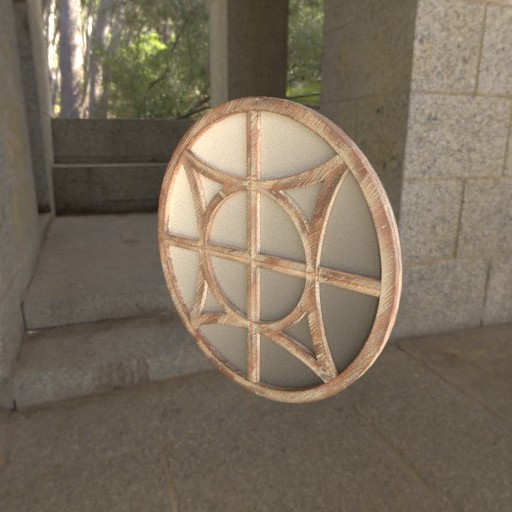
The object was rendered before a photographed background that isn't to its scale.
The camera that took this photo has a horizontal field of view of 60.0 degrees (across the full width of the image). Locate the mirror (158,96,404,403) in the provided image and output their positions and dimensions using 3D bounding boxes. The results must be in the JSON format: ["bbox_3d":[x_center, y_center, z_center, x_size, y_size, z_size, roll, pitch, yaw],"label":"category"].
[{"bbox_3d":[0.000,0.000,1.051,0.710,0.710,0.038,13,20,40],"label":"mirror"}]
